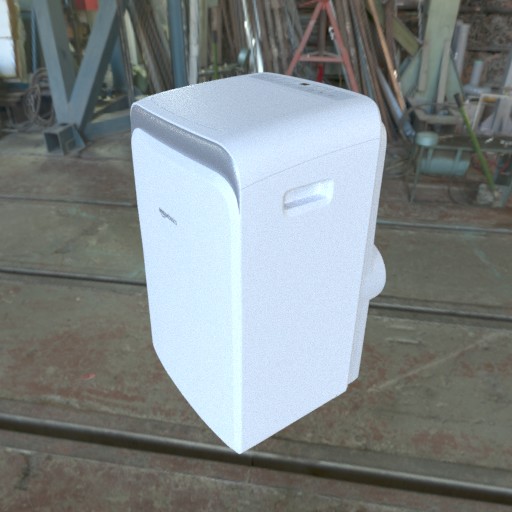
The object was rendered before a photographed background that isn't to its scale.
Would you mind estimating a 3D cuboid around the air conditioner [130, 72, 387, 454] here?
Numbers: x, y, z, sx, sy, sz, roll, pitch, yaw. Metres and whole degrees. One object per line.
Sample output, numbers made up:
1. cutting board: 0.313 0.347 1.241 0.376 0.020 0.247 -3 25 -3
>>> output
1. air conditioner: 0.000 0.000 1.077 0.467 0.765 0.478 -21 38 -30
